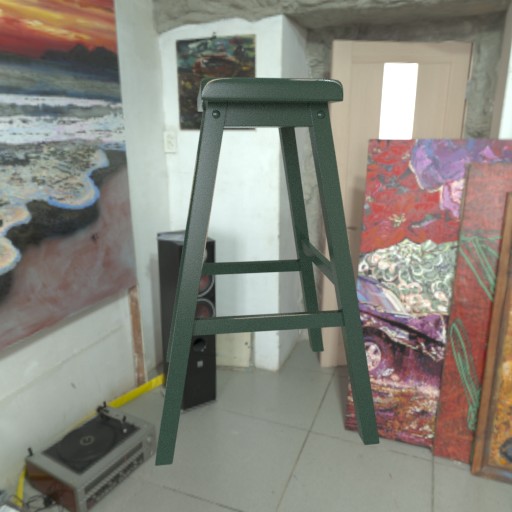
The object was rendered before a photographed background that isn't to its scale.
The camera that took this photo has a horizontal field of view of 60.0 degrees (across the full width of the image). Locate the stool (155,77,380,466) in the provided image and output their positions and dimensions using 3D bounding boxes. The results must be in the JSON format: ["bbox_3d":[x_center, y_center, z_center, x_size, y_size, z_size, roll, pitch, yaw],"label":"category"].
[{"bbox_3d":[0.000,0.000,1.045,0.476,0.737,0.457,-2,16,-8],"label":"stool"}]
